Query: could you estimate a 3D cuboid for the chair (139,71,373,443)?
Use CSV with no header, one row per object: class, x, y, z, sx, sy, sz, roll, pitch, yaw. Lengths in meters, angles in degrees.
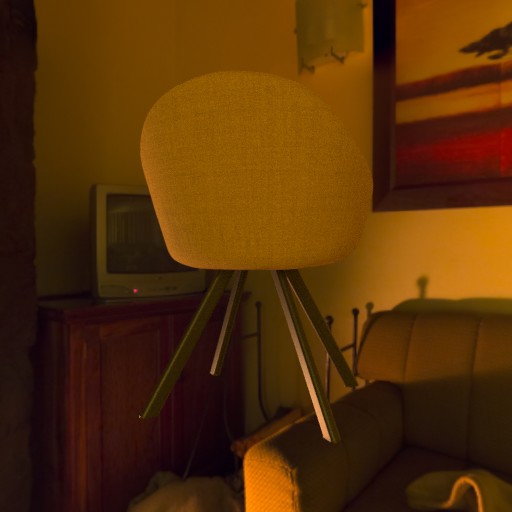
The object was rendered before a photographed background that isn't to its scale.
chair,0.000,0.000,1.187,0.590,0.795,0.550,0,0,18
